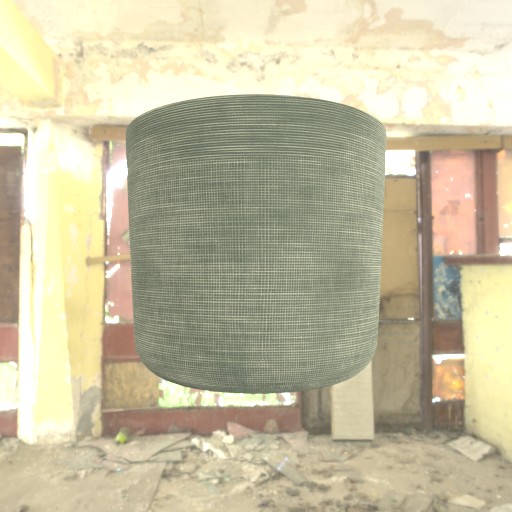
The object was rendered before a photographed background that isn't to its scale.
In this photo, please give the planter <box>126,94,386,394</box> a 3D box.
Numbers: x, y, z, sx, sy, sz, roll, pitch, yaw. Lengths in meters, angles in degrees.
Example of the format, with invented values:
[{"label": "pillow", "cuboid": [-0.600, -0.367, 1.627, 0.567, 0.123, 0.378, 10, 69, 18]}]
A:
[{"label": "planter", "cuboid": [0.000, 0.000, 0.774, 0.440, 0.398, 0.440, 0, -2, 0]}]
